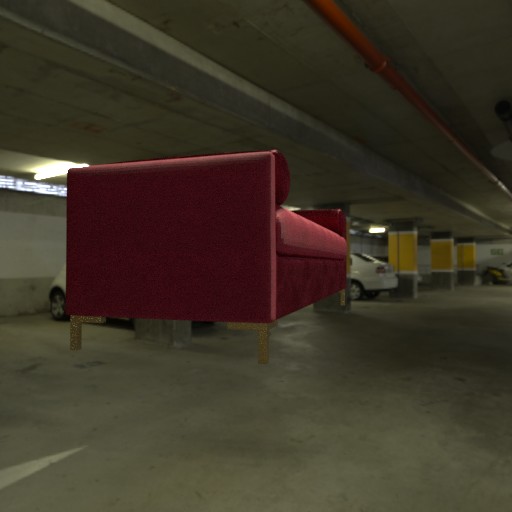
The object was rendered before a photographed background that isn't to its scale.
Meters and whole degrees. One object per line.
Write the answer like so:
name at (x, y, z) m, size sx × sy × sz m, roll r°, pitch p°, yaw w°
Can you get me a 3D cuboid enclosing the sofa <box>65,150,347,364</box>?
sofa at (0.000, 0.000, 2.453) m, size 0.796 × 0.705 × 2.102 m, roll 0°, pitch -1°, yaw 18°
